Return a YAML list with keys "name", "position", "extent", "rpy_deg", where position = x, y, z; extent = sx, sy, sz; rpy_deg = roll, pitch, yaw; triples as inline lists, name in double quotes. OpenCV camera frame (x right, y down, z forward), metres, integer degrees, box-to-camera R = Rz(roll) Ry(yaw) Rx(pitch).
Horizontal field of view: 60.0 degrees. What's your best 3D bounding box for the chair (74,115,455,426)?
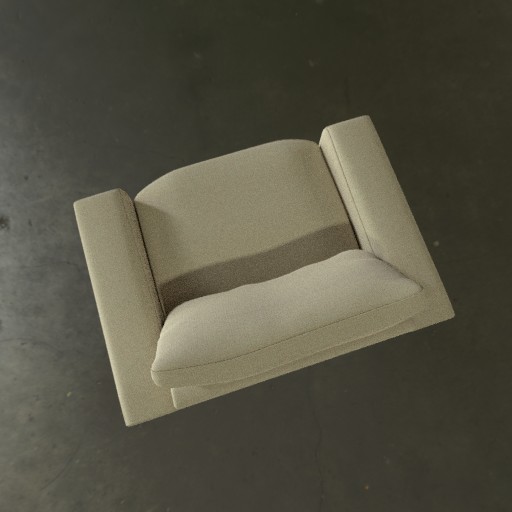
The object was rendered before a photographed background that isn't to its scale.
- name: "chair"
  position: [0.000, 0.000, 1.978]
  extent: [1.398, 0.915, 1.039]
  rpy_deg: [-17, 77, -4]
